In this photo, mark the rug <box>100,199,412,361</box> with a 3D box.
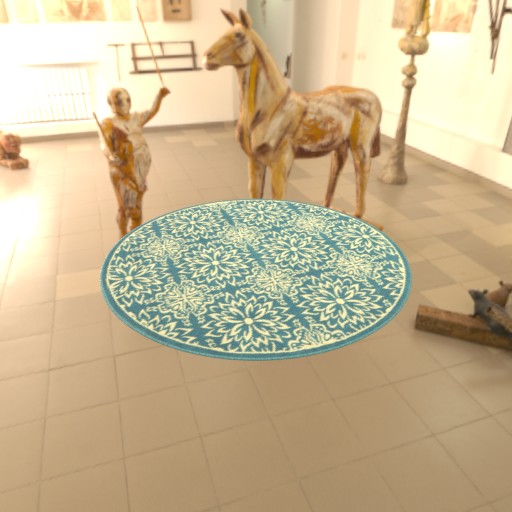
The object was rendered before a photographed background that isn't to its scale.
[{"bbox_3d":[0.000,0.000,2.364,1.593,0.012,1.593,0,30,0],"label":"rug"}]
